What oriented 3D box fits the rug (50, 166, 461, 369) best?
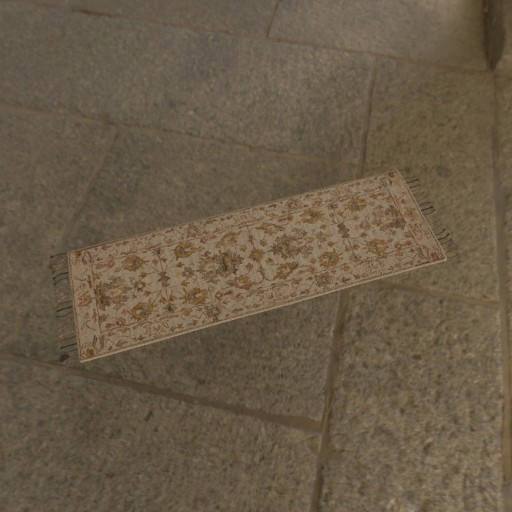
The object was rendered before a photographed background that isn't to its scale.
[{"bbox_3d":[0.000,0.000,2.731,2.438,0.021,0.729,-15,64,-7],"label":"rug"}]
